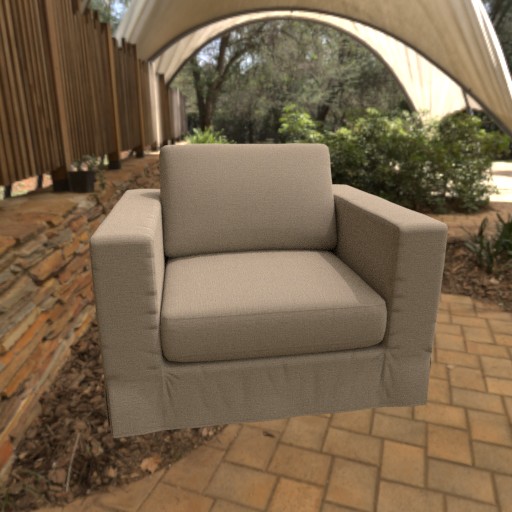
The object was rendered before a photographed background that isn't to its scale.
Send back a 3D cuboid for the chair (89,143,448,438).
[{"bbox_3d":[0.000,0.000,1.825,1.150,0.878,0.957,-3,17,-9],"label":"chair"}]
